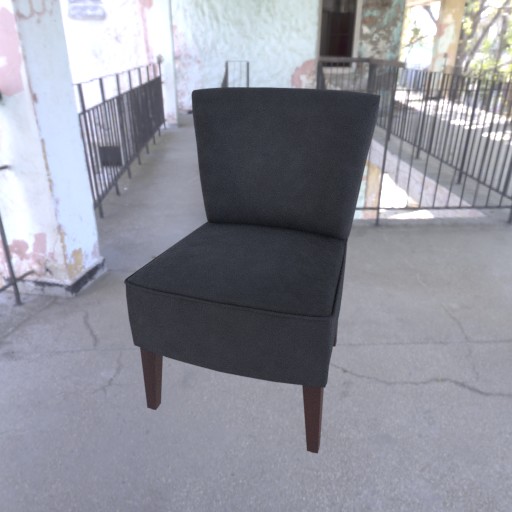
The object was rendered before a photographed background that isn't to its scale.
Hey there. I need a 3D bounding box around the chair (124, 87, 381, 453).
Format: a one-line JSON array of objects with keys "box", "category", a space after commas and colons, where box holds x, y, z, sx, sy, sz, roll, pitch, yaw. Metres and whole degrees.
[{"box": [0.000, 0.000, 1.182, 0.521, 0.806, 0.554, 8, 27, 17], "category": "chair"}]
